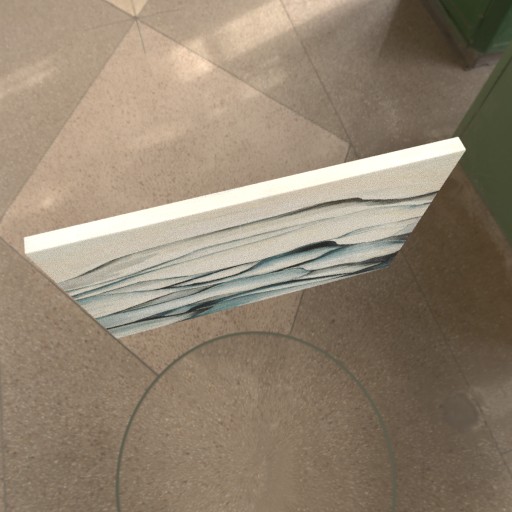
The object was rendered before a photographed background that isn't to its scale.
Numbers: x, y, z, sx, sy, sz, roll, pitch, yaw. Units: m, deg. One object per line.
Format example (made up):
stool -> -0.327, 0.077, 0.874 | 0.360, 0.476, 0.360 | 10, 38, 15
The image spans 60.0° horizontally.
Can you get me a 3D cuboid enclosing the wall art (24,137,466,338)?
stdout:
wall art -> 0.000, 0.000, 1.168 | 0.914, 0.609, 0.039 | -14, 65, -7
